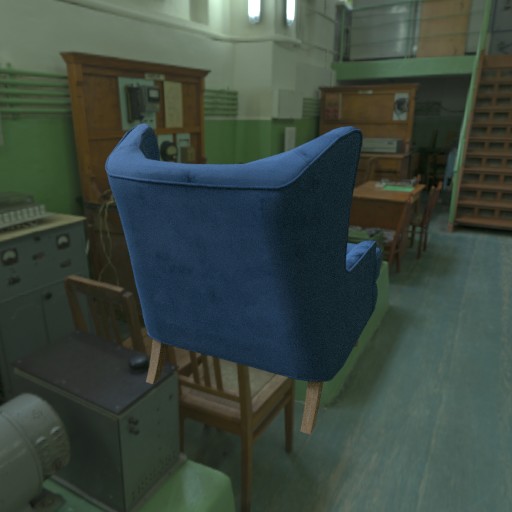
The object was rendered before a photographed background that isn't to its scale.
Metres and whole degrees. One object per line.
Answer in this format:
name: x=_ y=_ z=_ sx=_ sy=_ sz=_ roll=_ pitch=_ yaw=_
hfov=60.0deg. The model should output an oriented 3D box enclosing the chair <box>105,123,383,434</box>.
chair: x=0.000 y=0.000 z=1.664 sx=0.793 sy=0.952 sz=0.910 roll=9 pitch=20 yaw=25
